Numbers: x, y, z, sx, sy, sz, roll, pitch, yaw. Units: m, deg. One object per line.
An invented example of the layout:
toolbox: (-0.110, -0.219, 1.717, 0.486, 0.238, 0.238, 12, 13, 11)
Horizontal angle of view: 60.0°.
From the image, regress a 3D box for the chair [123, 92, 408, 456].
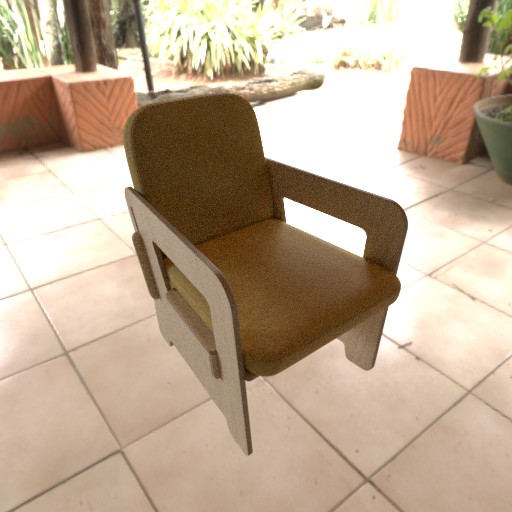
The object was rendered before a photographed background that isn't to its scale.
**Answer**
chair: (0.000, 0.000, 1.304, 0.590, 0.800, 0.710, -22, 38, -32)
